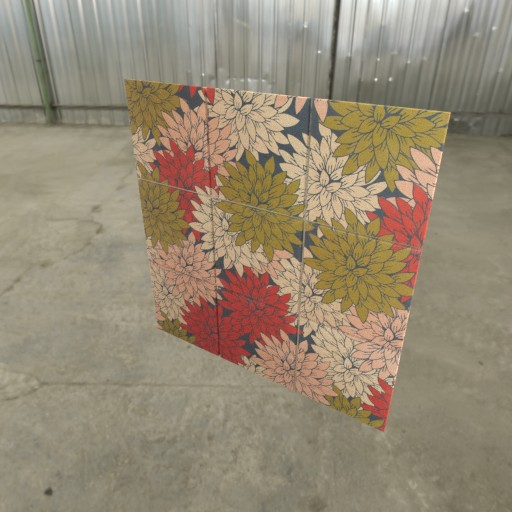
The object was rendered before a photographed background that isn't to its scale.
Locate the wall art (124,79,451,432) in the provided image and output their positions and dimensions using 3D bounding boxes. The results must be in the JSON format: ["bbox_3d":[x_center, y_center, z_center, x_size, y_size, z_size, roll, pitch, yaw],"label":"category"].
[{"bbox_3d":[0.000,0.000,1.304,0.904,0.913,0.013,17,33,28],"label":"wall art"}]
